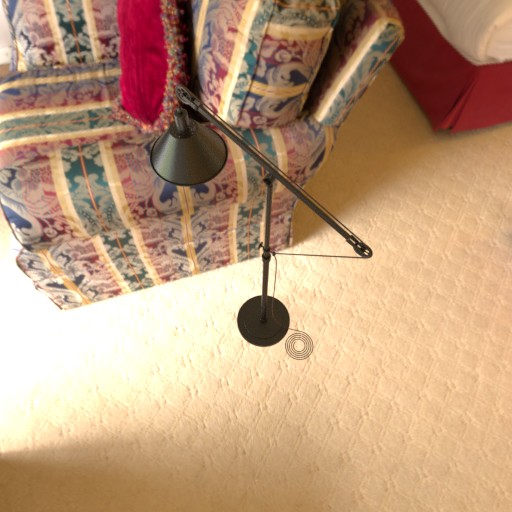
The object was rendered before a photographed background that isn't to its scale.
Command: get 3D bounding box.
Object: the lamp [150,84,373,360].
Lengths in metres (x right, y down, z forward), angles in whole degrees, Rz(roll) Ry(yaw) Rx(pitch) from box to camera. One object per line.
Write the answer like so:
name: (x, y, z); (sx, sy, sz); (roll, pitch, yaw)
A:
lamp: (0.000, 0.000, 1.981); (0.904, 1.626, 0.319); (33, 68, 15)
